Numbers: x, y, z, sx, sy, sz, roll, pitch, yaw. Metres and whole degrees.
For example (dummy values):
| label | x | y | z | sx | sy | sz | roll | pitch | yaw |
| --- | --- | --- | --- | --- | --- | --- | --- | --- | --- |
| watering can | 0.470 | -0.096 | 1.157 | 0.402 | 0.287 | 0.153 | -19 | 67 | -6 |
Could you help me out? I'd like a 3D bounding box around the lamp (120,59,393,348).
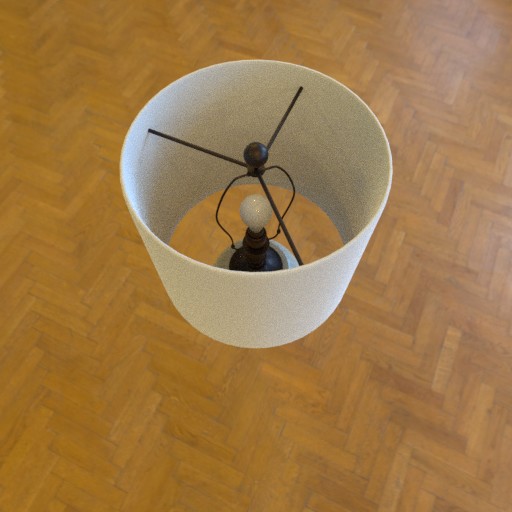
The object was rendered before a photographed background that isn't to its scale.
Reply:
| label | x | y | z | sx | sy | sz | roll | pitch | yaw |
| --- | --- | --- | --- | --- | --- | --- | --- | --- | --- |
| lamp | 0.000 | 0.000 | 0.778 | 0.329 | 0.570 | 0.329 | -19 | 65 | -9 |
